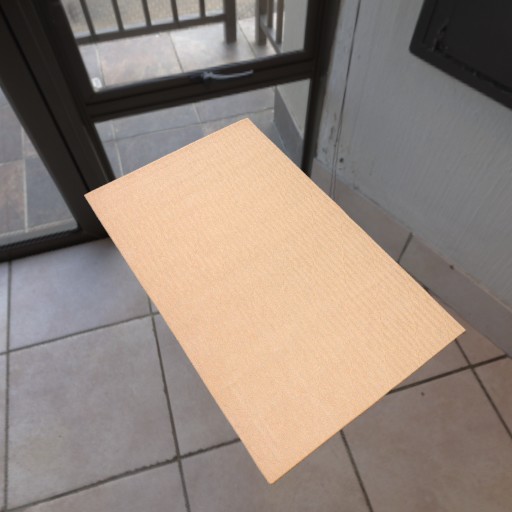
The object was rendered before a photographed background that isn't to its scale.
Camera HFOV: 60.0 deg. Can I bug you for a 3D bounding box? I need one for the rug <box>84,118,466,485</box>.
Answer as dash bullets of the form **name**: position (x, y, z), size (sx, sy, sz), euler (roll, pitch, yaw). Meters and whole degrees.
- **rug**: position (0.000, 0.000, 3.095), size (1.531, 0.014, 2.441), euler (-31, 62, -18)
